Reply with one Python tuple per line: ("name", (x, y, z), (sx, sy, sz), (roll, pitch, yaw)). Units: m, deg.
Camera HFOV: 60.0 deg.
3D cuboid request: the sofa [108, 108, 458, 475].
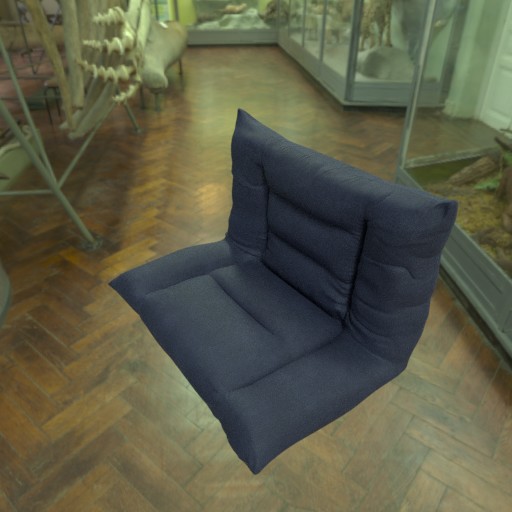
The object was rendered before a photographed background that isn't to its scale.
("sofa", (0.000, 0.000, 1.683), (0.849, 0.778, 1.122), (-22, 39, -30))
